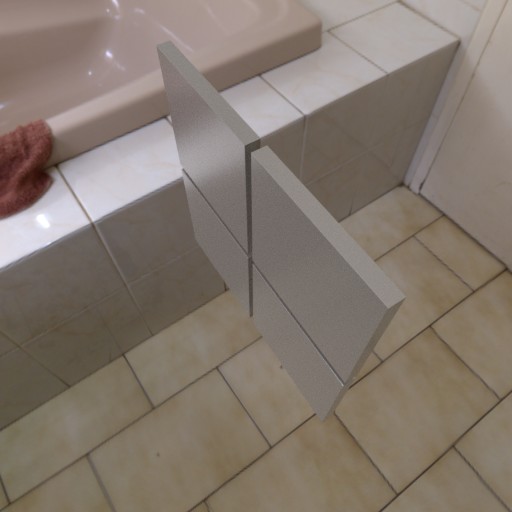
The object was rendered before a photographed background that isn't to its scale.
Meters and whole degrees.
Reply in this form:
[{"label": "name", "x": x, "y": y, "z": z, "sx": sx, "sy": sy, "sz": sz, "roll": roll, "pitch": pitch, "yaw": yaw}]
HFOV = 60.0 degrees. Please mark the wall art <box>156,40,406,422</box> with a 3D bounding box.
[{"label": "wall art", "x": 0.000, "y": 0.000, "z": 0.912, "sx": 0.029, "sy": 0.611, "sz": 0.611, "roll": -29, "pitch": 62, "yaw": -17}]
